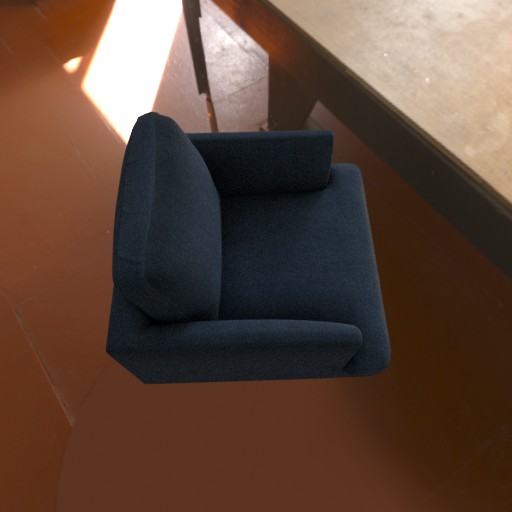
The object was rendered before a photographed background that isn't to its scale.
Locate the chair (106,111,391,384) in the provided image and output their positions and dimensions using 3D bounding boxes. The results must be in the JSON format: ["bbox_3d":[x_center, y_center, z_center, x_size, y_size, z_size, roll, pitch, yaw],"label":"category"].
[{"bbox_3d":[0.000,0.000,1.651,0.899,0.957,0.858,-2,64,-1],"label":"chair"}]
